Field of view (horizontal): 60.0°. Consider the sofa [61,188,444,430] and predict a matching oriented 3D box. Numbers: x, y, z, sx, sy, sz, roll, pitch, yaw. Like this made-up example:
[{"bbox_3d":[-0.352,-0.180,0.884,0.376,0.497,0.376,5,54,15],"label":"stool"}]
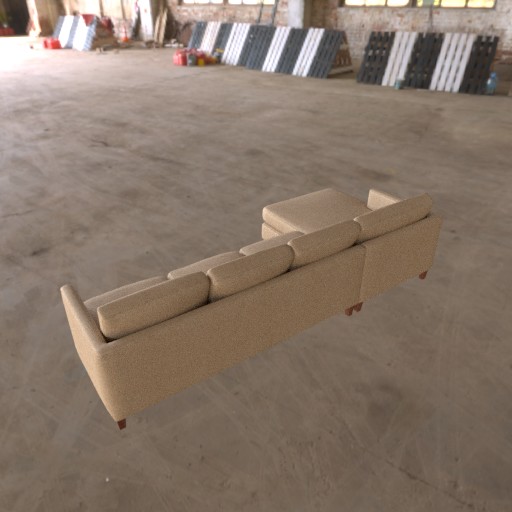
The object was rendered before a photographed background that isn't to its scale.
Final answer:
[{"bbox_3d":[0.000,0.000,3.894,3.201,0.876,1.502,-20,36,-29],"label":"sofa"}]
